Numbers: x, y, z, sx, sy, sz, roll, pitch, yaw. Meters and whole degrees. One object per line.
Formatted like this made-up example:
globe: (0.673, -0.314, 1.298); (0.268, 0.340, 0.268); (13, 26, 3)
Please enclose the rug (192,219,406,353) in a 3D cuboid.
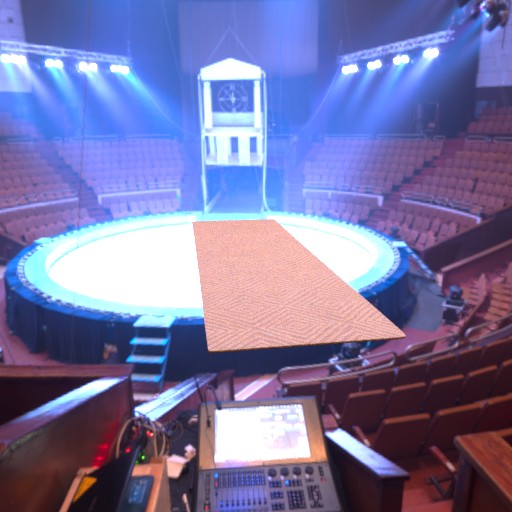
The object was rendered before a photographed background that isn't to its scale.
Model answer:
rug: (0.000, 0.000, 2.540); (0.676, 0.008, 2.277); (-2, 15, -9)
